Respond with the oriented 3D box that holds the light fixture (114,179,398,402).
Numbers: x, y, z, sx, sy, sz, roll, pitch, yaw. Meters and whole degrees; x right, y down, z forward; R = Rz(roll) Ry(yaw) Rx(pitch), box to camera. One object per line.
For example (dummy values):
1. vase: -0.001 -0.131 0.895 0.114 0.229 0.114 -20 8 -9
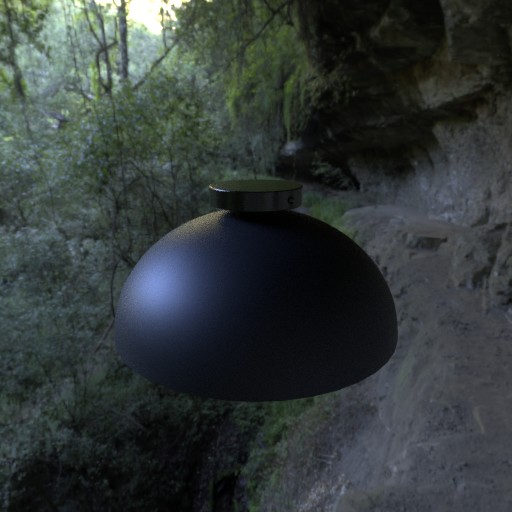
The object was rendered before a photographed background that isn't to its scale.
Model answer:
1. light fixture: 0.000 0.000 0.555 0.355 0.177 0.355 0 17 0
